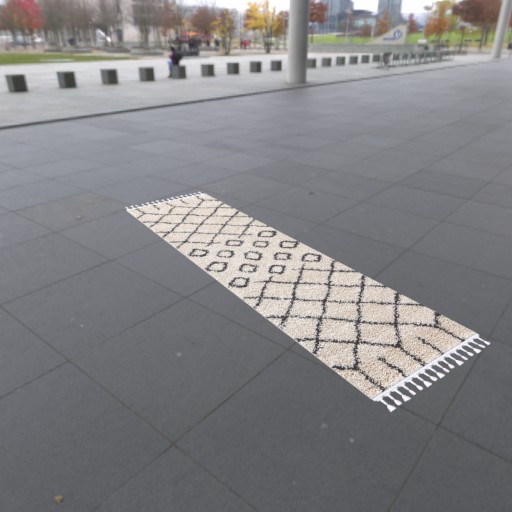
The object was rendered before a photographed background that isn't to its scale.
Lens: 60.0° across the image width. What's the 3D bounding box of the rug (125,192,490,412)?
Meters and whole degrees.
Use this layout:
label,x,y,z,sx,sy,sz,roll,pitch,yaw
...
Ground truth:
label,x,y,z,sx,sy,sz,roll,pitch,yaw
rug,0.000,0.000,2.555,0.660,0.005,2.464,-18,31,-31
